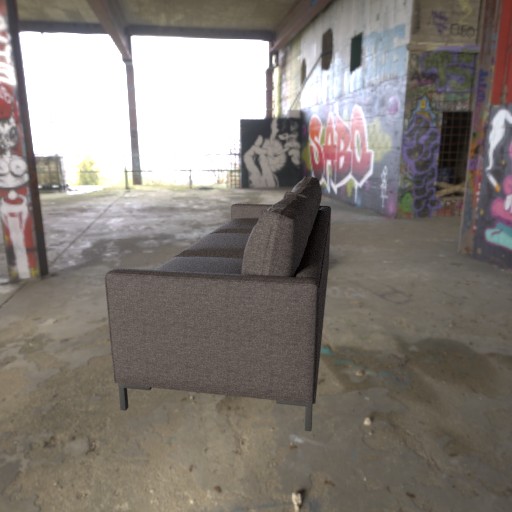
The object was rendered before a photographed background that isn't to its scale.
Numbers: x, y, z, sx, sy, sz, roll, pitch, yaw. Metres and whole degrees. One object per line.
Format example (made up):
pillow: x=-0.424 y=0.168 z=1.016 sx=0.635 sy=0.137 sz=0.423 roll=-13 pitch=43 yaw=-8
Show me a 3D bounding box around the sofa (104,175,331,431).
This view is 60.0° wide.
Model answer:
sofa: x=0.000 y=0.000 z=2.782 sx=0.876 sy=0.882 sz=2.253 roll=3 pitch=14 yaw=10
